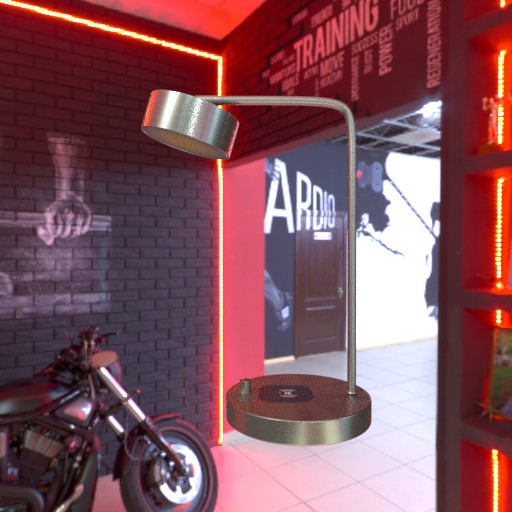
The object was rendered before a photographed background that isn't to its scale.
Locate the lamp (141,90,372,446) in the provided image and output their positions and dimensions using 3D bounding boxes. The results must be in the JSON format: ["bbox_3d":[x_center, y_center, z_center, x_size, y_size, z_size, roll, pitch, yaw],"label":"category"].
[{"bbox_3d":[0.000,0.000,0.651,0.334,0.469,0.211,0,1,1],"label":"lamp"}]
